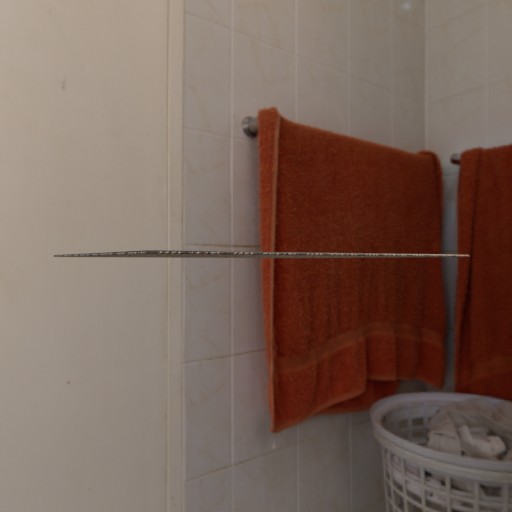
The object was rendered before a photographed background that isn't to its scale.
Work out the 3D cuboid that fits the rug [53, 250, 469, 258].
[{"bbox_3d":[0.000,0.000,3.917,2.902,0.017,2.305,0,-1,-35],"label":"rug"}]
